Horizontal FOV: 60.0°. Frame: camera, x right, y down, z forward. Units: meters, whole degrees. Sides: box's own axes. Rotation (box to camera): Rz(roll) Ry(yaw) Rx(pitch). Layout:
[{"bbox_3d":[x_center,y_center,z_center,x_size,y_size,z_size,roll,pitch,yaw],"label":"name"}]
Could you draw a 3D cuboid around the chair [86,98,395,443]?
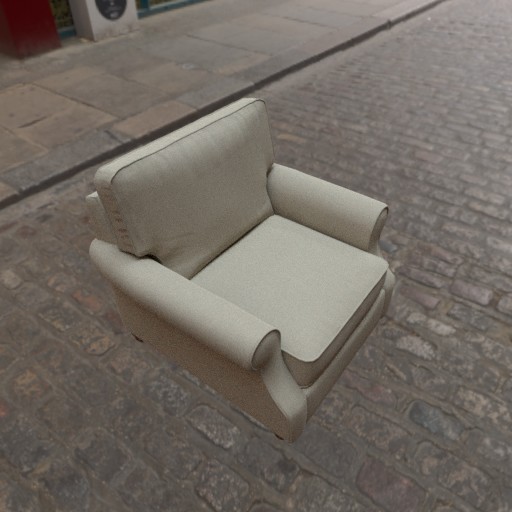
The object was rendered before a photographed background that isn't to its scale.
[{"bbox_3d":[0.000,0.000,1.840,0.966,0.967,1.029,26,46,27],"label":"chair"}]
